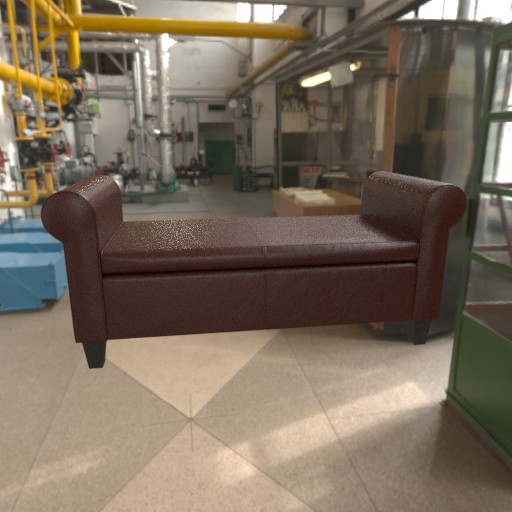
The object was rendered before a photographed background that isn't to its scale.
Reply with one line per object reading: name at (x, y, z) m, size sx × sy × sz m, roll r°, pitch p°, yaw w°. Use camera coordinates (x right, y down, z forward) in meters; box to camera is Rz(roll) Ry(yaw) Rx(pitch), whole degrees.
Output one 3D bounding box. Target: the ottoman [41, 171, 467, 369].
ottoman at (0.000, 0.000, 1.582) m, size 1.256 × 0.547 × 0.521 m, roll -2°, pitch 16°, yaw -8°
